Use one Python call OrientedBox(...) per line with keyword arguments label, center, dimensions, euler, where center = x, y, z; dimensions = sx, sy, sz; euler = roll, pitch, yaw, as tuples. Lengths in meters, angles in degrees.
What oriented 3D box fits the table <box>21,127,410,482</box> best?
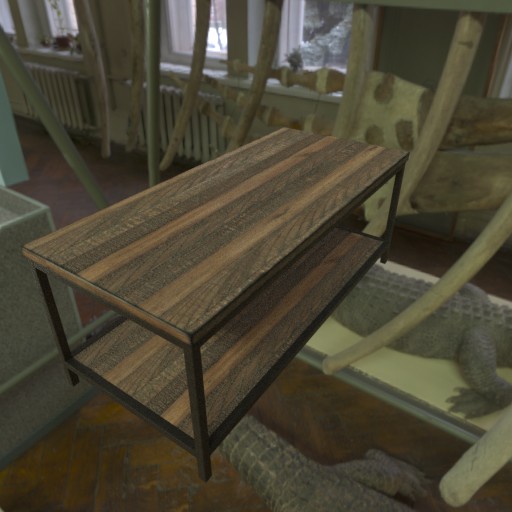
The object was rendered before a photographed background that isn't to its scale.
OrientedBox(label="table", center=(0.000, 0.000, 1.222), dimensions=(0.452, 0.399, 0.990), euler=(21, 38, 29))
